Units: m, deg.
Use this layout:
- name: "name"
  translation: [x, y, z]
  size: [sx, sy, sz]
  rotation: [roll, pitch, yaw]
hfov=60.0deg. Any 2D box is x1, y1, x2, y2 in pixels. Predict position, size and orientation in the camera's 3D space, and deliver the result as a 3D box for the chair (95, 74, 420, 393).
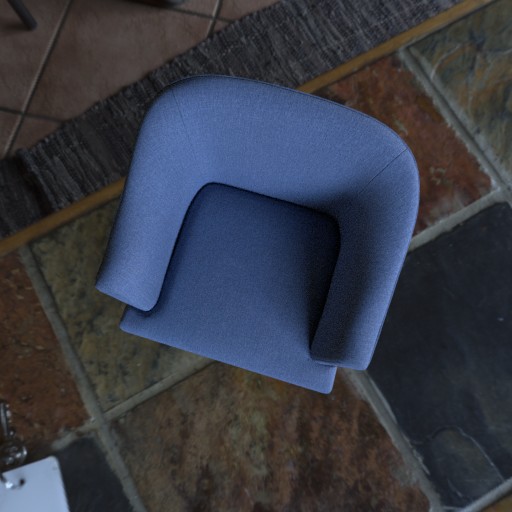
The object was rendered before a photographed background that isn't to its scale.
- name: "chair"
  translation: [0.000, 0.000, 1.436]
  size: [0.798, 0.815, 0.704]
  rotation: [16, 77, 4]
